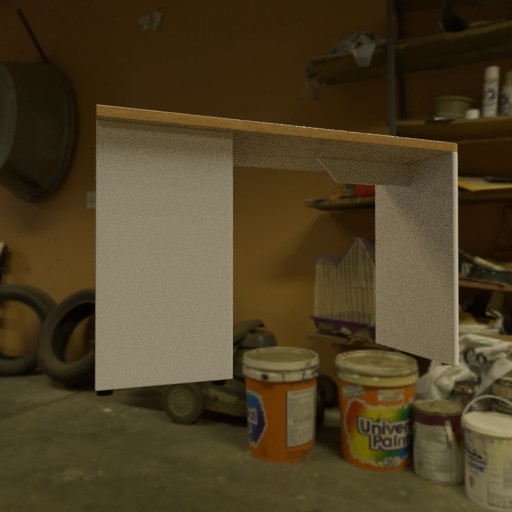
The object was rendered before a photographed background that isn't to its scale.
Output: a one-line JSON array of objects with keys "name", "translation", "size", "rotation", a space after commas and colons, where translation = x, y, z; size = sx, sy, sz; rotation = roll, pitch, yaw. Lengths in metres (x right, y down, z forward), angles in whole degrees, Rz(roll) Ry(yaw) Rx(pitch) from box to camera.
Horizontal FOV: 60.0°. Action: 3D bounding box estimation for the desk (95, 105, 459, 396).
[{"name": "desk", "translation": [0.000, 0.000, 1.742], "size": [1.170, 0.760, 0.900], "rotation": [0, -1, -19]}]
